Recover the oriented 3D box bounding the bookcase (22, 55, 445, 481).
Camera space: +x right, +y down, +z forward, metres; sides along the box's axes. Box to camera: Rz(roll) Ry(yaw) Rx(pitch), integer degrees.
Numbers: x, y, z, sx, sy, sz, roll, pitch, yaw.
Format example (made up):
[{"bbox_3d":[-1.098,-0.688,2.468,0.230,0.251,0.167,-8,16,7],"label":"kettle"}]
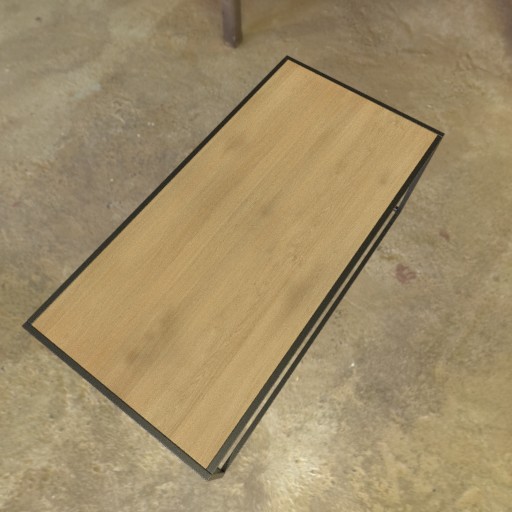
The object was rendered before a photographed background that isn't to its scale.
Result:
[{"bbox_3d":[0.000,0.000,1.224,0.500,0.400,1.000,33,69,15],"label":"bookcase"}]
